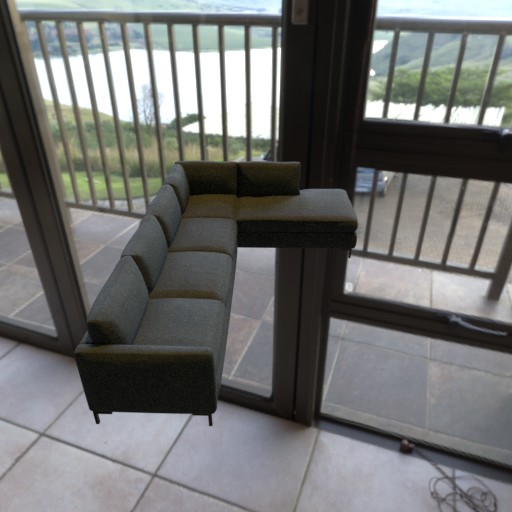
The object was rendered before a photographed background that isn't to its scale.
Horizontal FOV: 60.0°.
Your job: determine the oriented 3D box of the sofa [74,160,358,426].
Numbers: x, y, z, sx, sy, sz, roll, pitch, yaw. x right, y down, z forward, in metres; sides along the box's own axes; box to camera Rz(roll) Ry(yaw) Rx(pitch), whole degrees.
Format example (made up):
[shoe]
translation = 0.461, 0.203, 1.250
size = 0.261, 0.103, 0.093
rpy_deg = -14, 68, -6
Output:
[sofa]
translation = 0.000, 0.000, 3.828
size = 2.007, 0.815, 2.949
rpy_deg = 1, 31, 1
